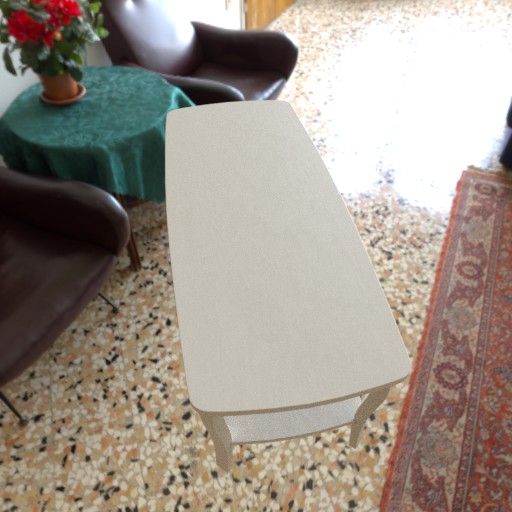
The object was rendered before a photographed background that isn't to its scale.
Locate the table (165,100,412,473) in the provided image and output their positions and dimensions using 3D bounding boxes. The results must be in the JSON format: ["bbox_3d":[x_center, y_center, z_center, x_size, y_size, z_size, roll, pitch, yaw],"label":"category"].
[{"bbox_3d":[0.000,0.000,1.575,0.561,0.474,1.334,-7,47,-7],"label":"table"}]
